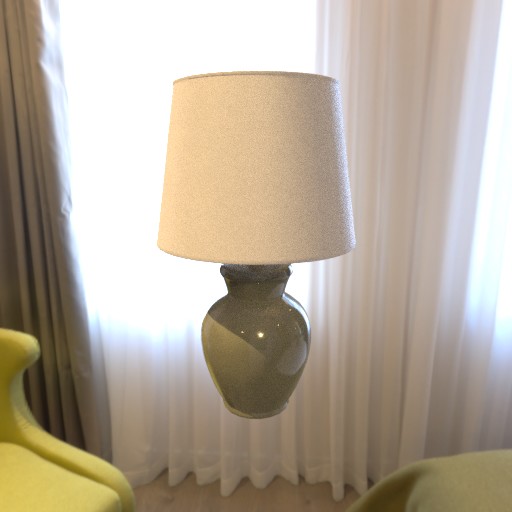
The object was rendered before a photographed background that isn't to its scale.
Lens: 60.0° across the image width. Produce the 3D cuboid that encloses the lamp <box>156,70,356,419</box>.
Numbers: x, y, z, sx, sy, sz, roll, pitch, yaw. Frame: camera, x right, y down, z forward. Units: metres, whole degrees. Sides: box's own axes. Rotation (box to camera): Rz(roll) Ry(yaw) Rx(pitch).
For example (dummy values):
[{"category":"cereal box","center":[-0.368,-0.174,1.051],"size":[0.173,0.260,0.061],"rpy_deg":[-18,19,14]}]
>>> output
[{"category":"lamp","center":[0.000,0.000,0.549],"size":[0.239,0.399,0.239],"rpy_deg":[0,13,0]}]
